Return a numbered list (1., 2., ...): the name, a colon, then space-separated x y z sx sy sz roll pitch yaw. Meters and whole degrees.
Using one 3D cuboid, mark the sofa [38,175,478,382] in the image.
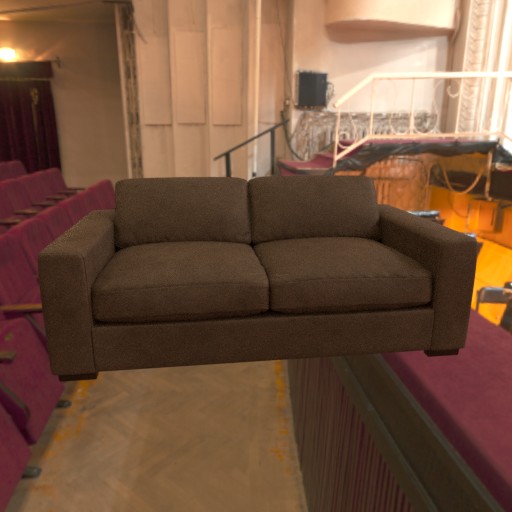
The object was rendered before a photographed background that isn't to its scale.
1. sofa: 0.000 0.000 2.407 1.920 0.800 1.070 -2 16 -7
